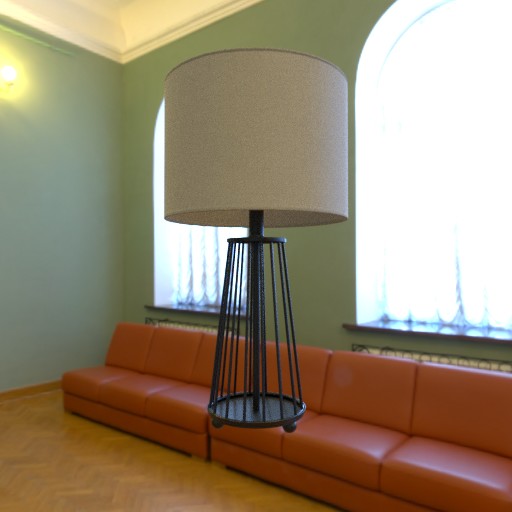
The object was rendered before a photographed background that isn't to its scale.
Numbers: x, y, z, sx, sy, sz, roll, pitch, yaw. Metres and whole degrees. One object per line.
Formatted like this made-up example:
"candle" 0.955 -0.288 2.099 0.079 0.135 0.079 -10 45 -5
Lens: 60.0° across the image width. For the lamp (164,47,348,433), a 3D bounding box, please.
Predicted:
"lamp" 0.000 0.000 0.789 0.322 0.593 0.322 -1 -1 36
